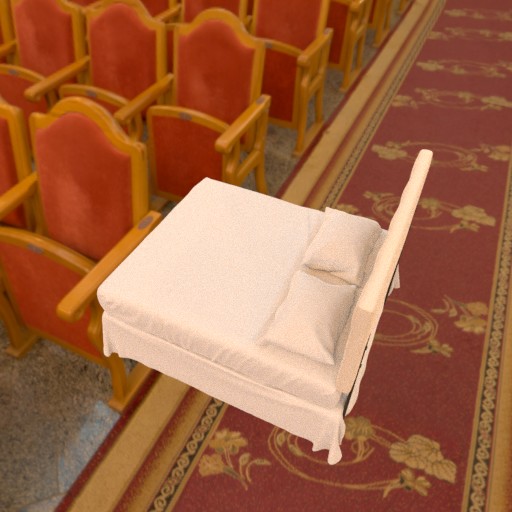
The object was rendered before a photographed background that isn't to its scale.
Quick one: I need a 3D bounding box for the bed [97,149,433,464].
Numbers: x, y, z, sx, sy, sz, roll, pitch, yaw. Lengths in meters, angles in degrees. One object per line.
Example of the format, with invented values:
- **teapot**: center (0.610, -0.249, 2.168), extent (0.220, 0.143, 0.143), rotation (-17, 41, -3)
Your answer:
- **bed**: center (0.000, 0.000, 3.532), extent (2.222, 1.577, 1.936), rotation (19, 48, 18)
